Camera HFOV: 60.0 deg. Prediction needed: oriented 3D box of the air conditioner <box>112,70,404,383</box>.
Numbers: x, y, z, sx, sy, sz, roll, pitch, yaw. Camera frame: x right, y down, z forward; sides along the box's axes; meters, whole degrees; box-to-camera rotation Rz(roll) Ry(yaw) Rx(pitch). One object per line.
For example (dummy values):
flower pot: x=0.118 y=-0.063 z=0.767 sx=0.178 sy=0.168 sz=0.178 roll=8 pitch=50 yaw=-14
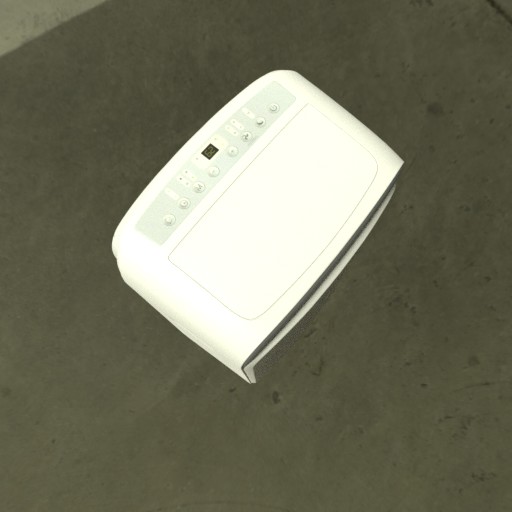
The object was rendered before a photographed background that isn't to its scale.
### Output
air conditioner: x=0.000 y=0.000 z=0.948 sx=0.365 sy=0.700 sz=0.454 roll=38 pitch=78 yaw=10
